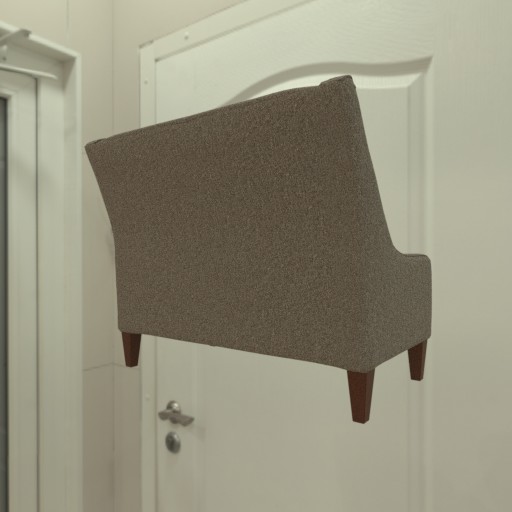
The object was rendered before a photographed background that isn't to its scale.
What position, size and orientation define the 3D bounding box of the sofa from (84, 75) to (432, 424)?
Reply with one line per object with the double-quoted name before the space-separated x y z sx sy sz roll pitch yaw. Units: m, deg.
"sofa" 0.000 0.000 1.888 1.242 1.026 0.862 0 0 37
